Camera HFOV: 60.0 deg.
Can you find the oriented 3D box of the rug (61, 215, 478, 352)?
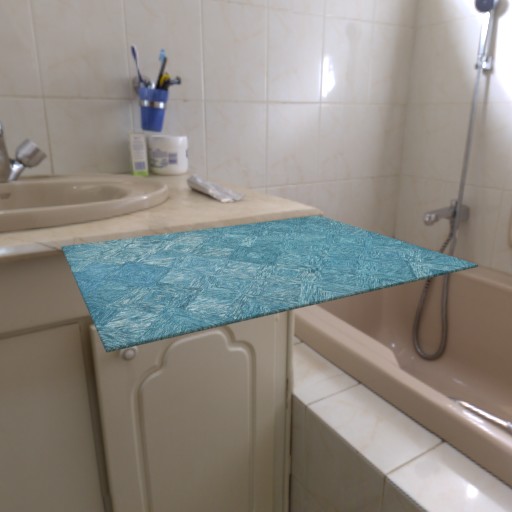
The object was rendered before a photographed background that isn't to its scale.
[{"bbox_3d":[0.000,0.000,4.241,3.217,0.027,2.405,-9,19,-27],"label":"rug"}]
